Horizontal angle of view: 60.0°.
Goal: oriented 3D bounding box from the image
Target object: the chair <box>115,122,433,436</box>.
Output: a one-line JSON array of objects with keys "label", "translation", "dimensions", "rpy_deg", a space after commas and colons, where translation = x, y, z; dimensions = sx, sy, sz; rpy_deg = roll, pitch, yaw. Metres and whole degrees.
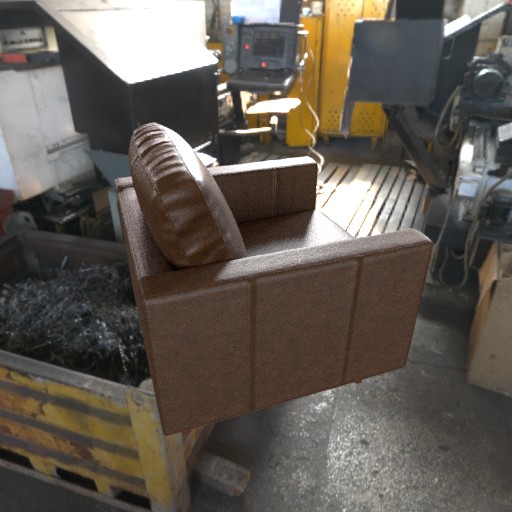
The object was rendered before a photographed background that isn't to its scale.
[{"label": "chair", "translation": [0.000, 0.000, 1.681], "dimensions": [0.909, 0.956, 0.890], "rpy_deg": [-10, 32, -17]}]
